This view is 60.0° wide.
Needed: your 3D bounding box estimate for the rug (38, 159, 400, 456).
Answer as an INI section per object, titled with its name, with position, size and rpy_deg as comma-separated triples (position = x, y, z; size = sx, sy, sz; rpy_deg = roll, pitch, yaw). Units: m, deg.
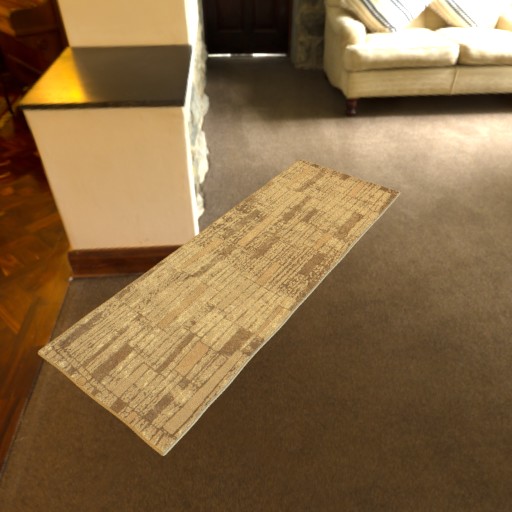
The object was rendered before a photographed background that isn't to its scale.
[rug]
position = 0.000, 0.000, 2.654
size = 0.857, 0.018, 2.383
rpy_deg = 25, 46, 27
